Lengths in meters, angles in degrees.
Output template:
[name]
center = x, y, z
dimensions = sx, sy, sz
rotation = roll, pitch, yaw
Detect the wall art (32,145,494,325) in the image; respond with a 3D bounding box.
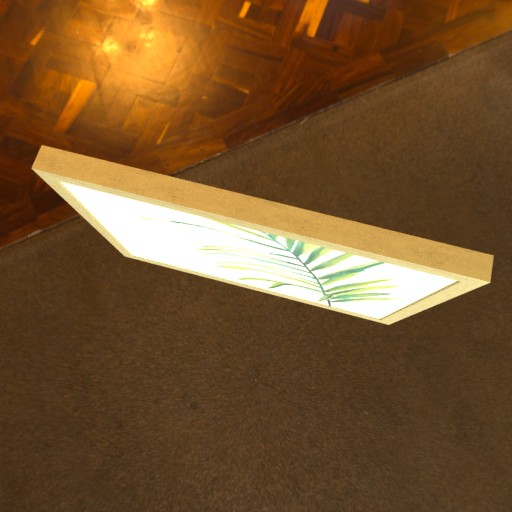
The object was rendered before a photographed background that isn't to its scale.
[wall art]
center = 0.000, 0.000, 0.685
dimensions = 0.532, 0.380, 0.032
rotation = 14, 75, 4
